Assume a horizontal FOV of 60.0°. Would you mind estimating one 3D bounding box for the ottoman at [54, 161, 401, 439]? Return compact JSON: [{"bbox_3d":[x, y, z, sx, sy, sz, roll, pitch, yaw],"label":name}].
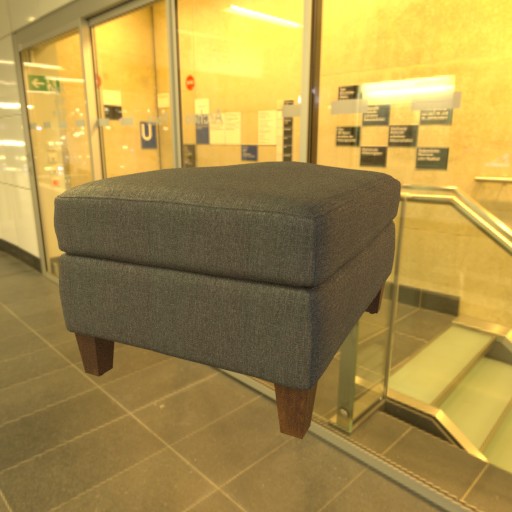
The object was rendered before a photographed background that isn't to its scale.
[{"bbox_3d":[0.000,0.000,1.219,0.639,0.496,0.826,7,16,25],"label":"ottoman"}]
